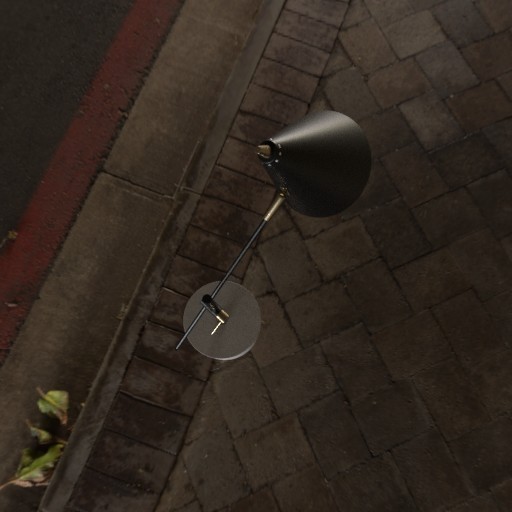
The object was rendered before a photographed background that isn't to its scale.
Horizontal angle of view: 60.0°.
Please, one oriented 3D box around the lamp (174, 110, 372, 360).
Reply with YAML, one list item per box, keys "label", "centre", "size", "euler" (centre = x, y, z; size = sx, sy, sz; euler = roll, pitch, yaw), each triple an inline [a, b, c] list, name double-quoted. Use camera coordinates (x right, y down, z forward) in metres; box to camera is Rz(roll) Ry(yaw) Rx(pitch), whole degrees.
- label: "lamp"
  centre: [0.000, 0.000, 0.732]
  size: [0.403, 0.518, 0.214]
  euler: [-36, 79, -8]
